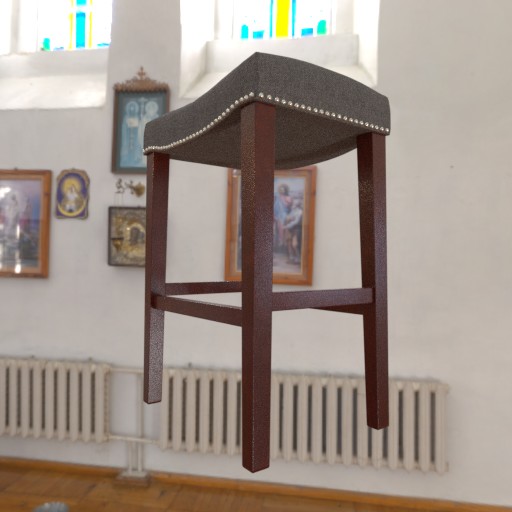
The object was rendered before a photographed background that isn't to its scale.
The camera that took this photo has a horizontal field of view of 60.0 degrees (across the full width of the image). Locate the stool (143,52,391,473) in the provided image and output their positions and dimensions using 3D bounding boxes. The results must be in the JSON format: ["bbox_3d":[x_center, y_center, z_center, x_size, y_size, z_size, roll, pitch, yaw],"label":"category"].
[{"bbox_3d":[0.000,0.000,1.049,0.372,0.742,0.504,1,-1,-36],"label":"stool"}]
